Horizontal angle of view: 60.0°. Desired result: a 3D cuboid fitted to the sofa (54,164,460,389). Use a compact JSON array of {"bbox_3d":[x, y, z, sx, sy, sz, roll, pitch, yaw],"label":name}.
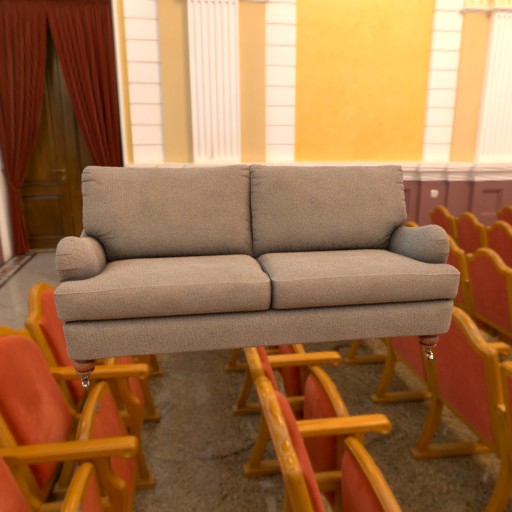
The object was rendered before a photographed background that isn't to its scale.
[{"bbox_3d":[0.000,0.000,2.768,2.193,1.096,1.069,-2,15,-9],"label":"sofa"}]
